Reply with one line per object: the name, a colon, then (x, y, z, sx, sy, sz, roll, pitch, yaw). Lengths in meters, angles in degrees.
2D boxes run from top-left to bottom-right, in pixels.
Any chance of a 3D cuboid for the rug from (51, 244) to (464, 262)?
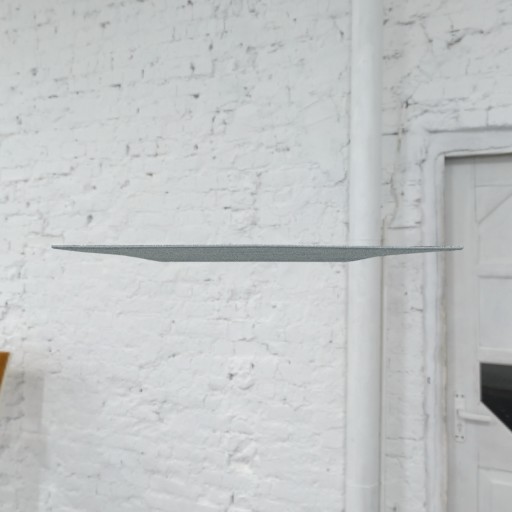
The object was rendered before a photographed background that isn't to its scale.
rug: (0.000, 0.000, 4.240, 2.461, 0.046, 3.237, 0, -2, -1)
